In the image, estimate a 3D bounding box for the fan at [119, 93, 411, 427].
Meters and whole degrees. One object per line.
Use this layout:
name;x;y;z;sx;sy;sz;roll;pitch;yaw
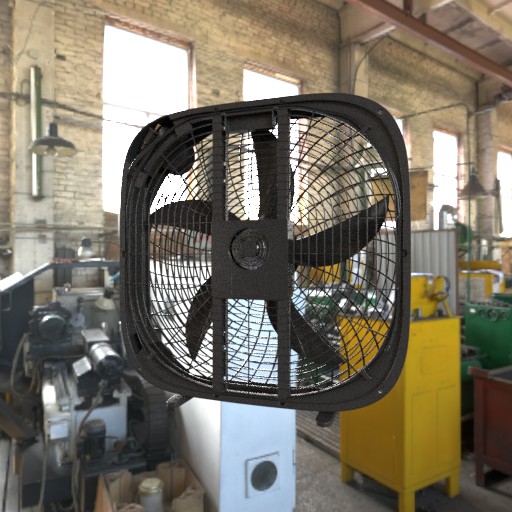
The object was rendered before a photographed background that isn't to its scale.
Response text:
fan;0.000;0.000;0.796;0.526;0.533;0.142;0;0;19
